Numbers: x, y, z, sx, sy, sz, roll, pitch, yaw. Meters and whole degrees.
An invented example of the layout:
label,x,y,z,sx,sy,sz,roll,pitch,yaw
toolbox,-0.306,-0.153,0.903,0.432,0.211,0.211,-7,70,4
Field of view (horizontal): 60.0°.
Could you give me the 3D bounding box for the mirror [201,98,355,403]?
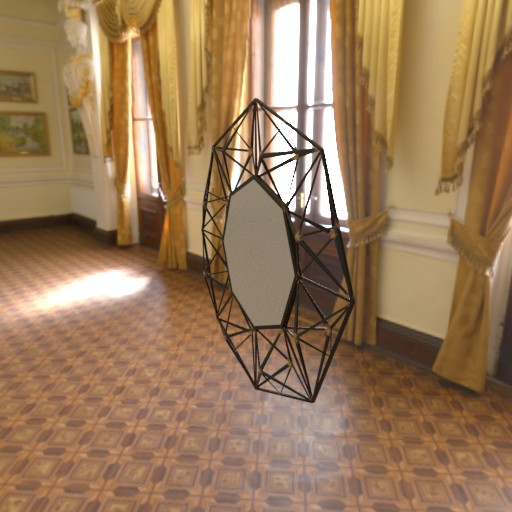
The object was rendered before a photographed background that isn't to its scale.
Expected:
label,x,y,z,sx,sy,sz,roll,pitch,yaw
mirror,0.000,0.000,1.054,0.094,0.710,0.710,-8,16,-27
